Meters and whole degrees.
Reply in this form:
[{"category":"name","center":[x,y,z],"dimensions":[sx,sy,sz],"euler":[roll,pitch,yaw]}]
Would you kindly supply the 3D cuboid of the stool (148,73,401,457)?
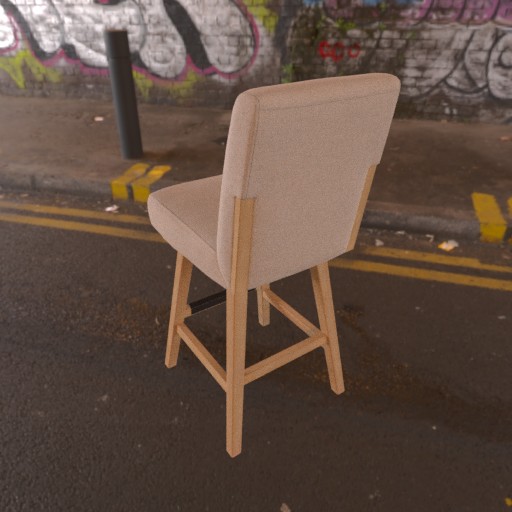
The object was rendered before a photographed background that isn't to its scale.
[{"category":"stool","center":[0.000,0.000,1.273],"dimensions":[0.446,1.015,0.543],"euler":[-19,35,-29]}]
